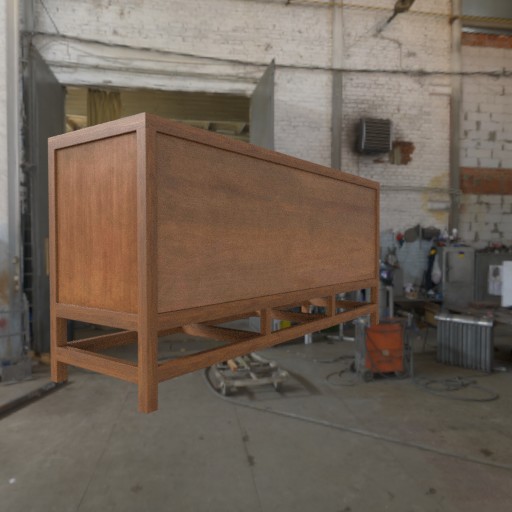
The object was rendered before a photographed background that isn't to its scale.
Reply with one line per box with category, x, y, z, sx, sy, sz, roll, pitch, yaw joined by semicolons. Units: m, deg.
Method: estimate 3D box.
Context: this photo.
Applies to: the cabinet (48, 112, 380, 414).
cabinet;0.000;0.000;2.043;0.522;0.820;1.708;1;2;36
